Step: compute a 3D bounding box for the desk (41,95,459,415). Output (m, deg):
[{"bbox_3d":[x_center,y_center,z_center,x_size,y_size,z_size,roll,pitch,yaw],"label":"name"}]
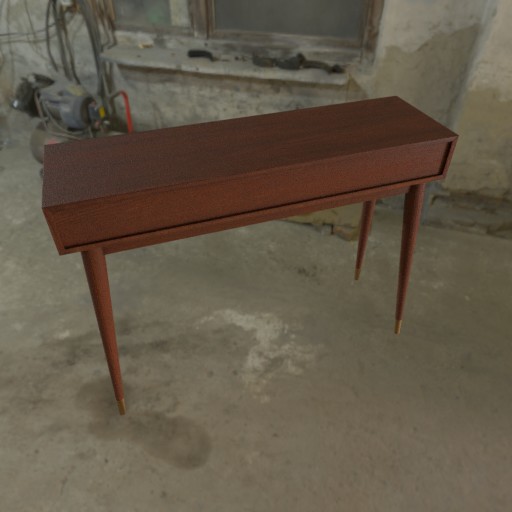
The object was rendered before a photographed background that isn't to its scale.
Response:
[{"bbox_3d":[0.000,0.000,1.630,1.204,0.917,0.384,-13,42,-14],"label":"desk"}]
